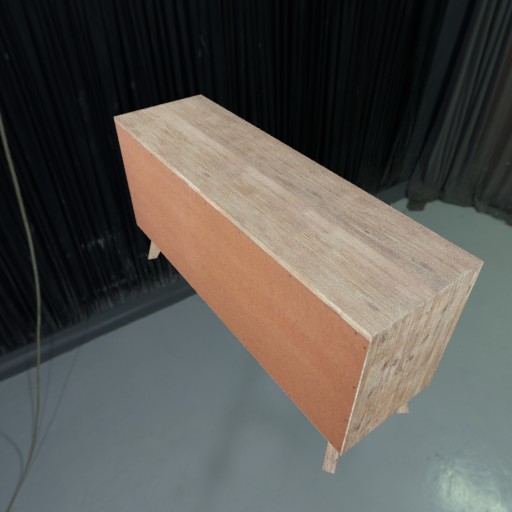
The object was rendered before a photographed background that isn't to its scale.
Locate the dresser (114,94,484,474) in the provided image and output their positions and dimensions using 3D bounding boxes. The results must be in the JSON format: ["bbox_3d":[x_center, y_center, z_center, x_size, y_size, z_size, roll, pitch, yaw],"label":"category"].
[{"bbox_3d":[0.000,0.000,1.882,0.455,0.805,1.554,-25,47,-27],"label":"dresser"}]
